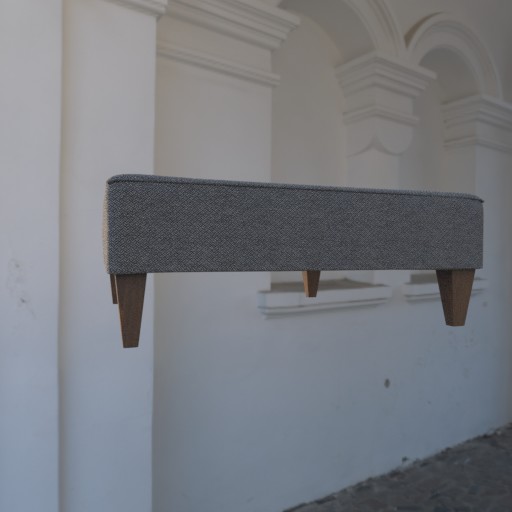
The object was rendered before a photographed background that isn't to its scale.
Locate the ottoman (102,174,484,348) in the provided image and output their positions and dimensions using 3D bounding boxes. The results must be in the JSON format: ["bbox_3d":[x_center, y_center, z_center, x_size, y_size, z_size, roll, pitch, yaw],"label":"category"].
[{"bbox_3d":[0.000,0.000,1.478,0.970,0.378,0.981,0,0,-19],"label":"ottoman"}]
